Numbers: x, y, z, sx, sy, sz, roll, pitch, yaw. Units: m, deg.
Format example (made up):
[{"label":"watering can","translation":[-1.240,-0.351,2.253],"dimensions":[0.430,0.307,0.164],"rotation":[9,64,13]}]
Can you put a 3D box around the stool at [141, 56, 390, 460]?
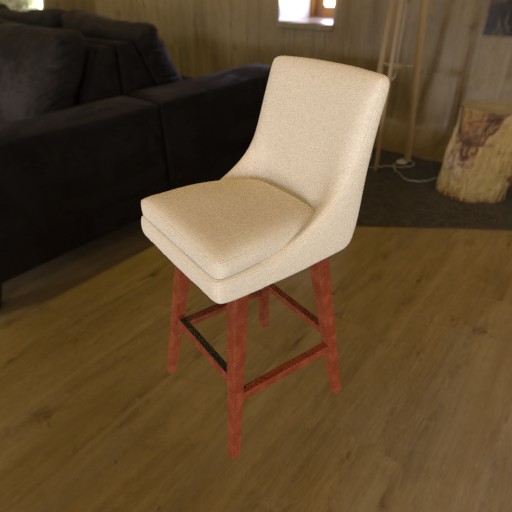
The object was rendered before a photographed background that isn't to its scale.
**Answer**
[{"label":"stool","translation":[0.000,0.000,1.401],"dimensions":[0.559,1.092,0.470],"rotation":[-21,37,-30]}]
